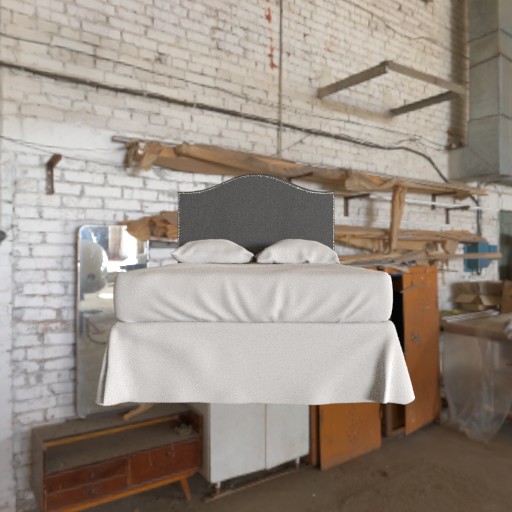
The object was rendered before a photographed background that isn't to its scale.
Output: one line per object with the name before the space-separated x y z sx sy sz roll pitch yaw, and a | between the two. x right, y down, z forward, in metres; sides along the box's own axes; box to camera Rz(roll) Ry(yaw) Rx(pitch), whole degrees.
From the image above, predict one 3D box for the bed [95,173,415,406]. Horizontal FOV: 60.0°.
bed | 0.000 0.000 3.491 1.876 1.645 2.221 0 0 1
